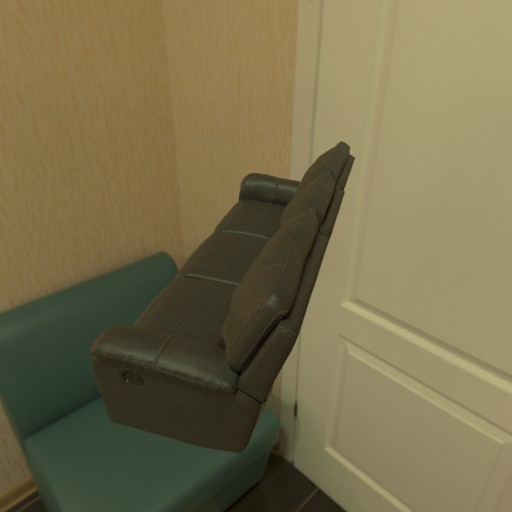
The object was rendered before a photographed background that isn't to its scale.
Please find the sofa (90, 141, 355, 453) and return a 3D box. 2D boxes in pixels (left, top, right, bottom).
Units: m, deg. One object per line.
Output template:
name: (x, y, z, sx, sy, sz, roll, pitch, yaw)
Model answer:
sofa: (0.000, 0.000, 3.181, 1.104, 1.134, 2.627, 9, 31, 14)
